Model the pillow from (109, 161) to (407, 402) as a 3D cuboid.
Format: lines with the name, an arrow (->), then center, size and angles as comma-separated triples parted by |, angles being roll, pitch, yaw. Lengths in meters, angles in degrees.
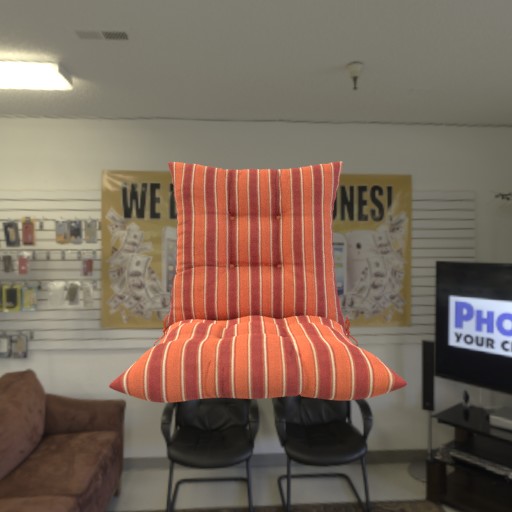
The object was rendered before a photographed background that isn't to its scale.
pillow -> 0.000, 0.000, 1.030 | 0.541, 0.536, 0.585 | 0, 1, 0
